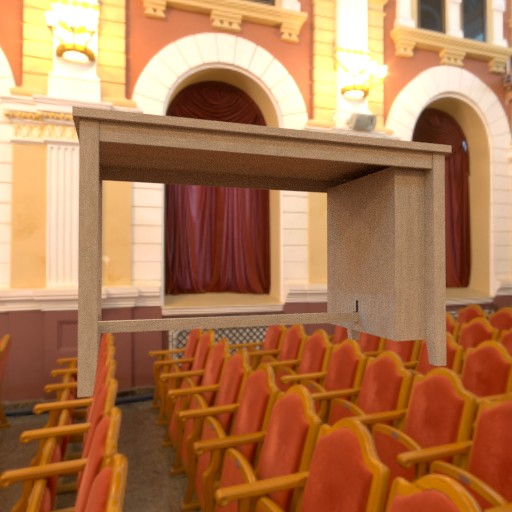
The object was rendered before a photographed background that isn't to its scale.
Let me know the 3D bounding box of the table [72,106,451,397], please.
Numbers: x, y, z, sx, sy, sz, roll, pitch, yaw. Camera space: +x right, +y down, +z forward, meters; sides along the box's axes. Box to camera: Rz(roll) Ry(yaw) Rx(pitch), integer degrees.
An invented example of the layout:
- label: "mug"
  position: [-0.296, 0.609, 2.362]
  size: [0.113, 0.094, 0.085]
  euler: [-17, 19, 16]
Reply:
- label: "table"
  position: [0.000, 0.000, 1.882]
  size: [1.397, 0.874, 0.729]
  euler: [0, -1, -18]
